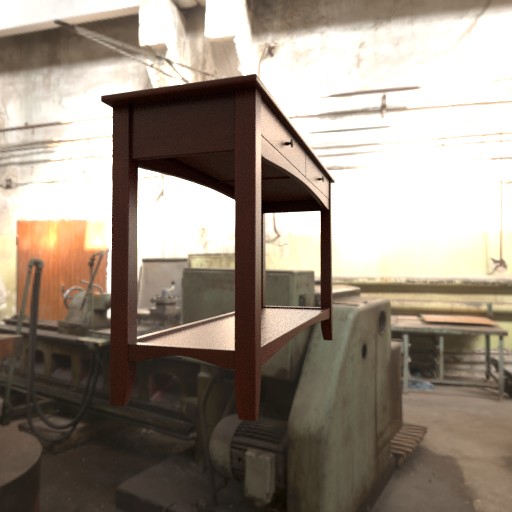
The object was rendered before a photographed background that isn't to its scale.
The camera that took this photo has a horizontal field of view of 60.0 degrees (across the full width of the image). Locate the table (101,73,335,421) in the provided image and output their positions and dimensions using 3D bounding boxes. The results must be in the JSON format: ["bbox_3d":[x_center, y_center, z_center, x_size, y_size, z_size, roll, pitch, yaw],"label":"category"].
[{"bbox_3d":[0.000,0.000,1.549,0.392,0.739,1.188,-1,-2,18],"label":"table"}]
